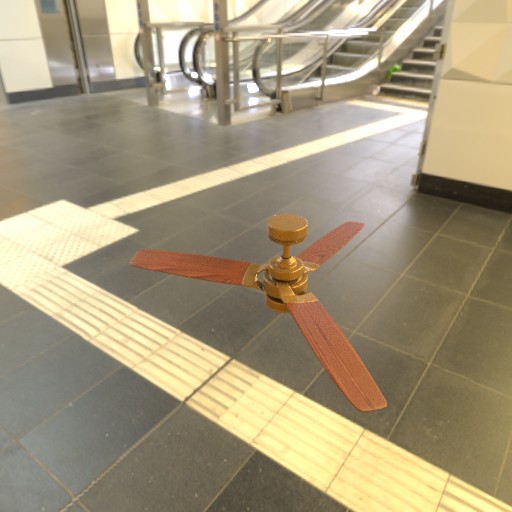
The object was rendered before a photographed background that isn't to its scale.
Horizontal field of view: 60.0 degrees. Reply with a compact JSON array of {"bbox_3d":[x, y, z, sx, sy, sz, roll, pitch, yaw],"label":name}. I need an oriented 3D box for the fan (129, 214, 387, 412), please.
[{"bbox_3d":[0.000,0.000,2.077,1.271,0.425,1.416,9,31,14],"label":"fan"}]
